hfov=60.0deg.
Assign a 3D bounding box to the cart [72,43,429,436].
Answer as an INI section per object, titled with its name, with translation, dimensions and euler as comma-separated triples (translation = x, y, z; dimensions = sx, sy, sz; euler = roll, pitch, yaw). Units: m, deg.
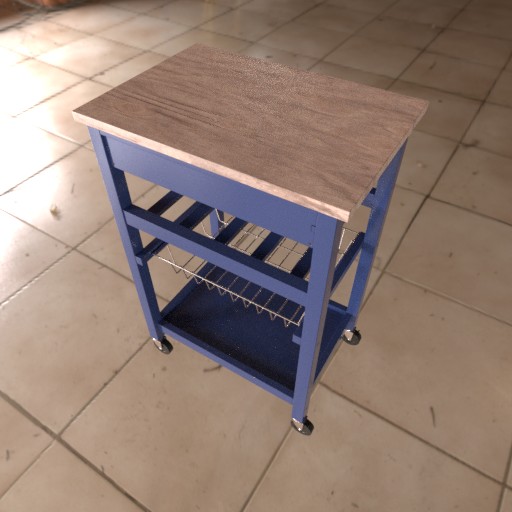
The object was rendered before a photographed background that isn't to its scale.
[cart]
translation = 0.000, 0.000, 1.164
dimensions = 0.584, 0.839, 0.403
euler = 24, 50, 21
